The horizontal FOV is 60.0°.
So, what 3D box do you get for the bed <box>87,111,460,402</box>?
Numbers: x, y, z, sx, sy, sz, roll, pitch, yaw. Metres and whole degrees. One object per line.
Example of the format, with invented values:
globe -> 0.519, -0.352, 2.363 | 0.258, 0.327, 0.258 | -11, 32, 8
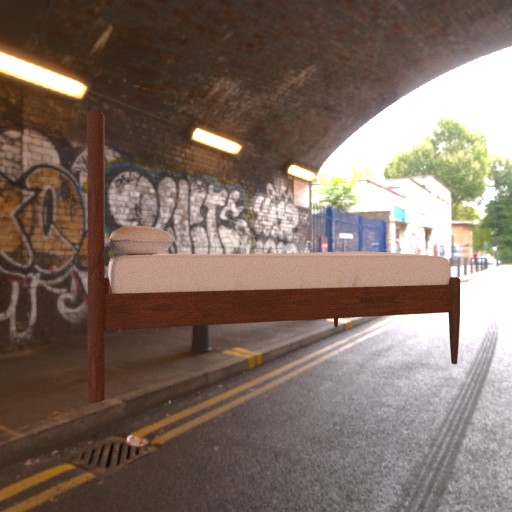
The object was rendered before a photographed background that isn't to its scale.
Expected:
bed -> 0.000, 0.000, 3.016 | 2.093, 1.304, 1.509 | 0, 0, -19
